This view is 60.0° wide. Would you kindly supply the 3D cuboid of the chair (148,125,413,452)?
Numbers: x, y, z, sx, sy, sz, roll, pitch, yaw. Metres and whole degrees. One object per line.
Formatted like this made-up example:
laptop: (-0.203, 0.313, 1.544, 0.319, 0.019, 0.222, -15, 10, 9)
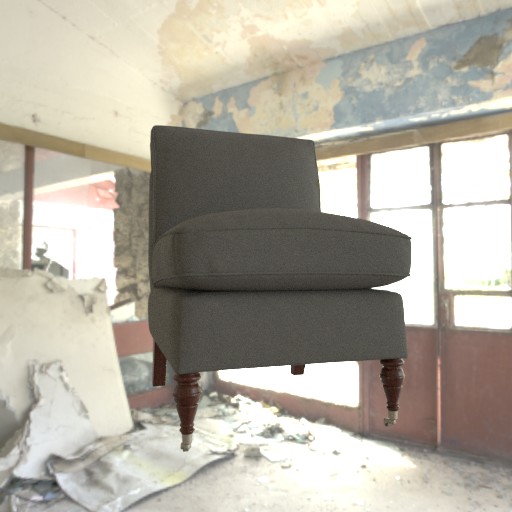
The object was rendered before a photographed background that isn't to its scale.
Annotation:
chair: (0.000, 0.000, 1.598, 0.724, 1.045, 0.924, 1, -2, -18)
